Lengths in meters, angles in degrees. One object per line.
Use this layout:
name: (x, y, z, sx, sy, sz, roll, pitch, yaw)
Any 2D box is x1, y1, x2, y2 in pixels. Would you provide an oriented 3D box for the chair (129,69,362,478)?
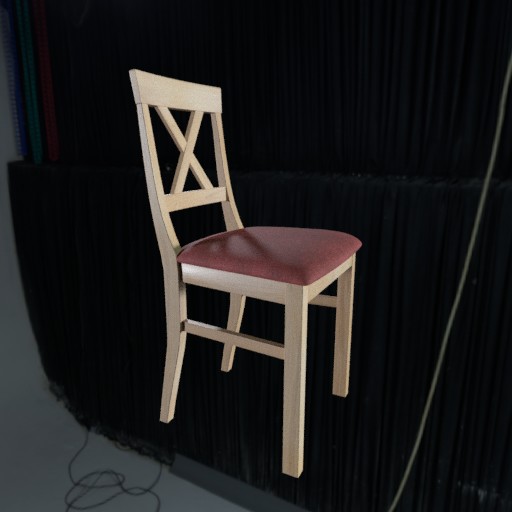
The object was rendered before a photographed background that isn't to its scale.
chair: (0.000, 0.000, 1.186, 0.492, 0.912, 0.439, 7, 15, 26)
